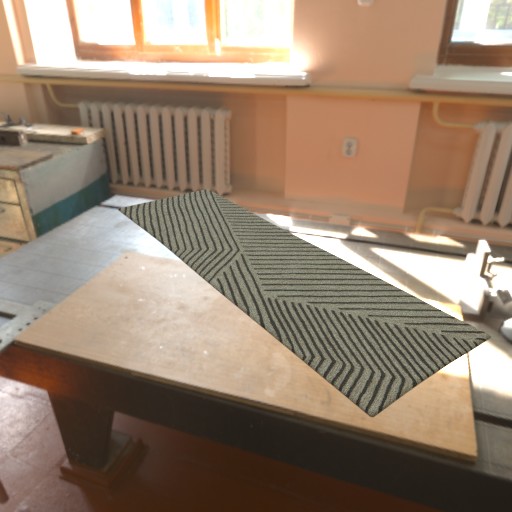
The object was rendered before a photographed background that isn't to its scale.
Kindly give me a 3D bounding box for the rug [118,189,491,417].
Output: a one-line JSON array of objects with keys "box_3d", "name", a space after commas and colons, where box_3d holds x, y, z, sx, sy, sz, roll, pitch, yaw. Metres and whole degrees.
[{"box_3d": [0.000, 0.000, 2.604, 0.773, 0.020, 2.439, -18, 32, -31], "name": "rug"}]
